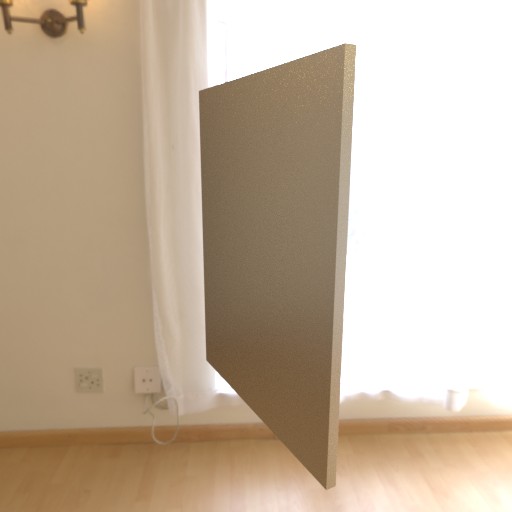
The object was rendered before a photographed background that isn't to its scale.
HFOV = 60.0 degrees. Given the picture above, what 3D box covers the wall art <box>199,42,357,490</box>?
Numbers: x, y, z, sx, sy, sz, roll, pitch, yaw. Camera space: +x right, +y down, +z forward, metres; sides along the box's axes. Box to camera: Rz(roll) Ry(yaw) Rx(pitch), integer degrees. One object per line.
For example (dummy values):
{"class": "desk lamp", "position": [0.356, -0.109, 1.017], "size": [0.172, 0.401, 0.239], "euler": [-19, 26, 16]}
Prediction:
{"class": "wall art", "position": [0.000, 0.000, 1.361], "size": [0.030, 1.046, 0.816], "euler": [-7, 15, -27]}
